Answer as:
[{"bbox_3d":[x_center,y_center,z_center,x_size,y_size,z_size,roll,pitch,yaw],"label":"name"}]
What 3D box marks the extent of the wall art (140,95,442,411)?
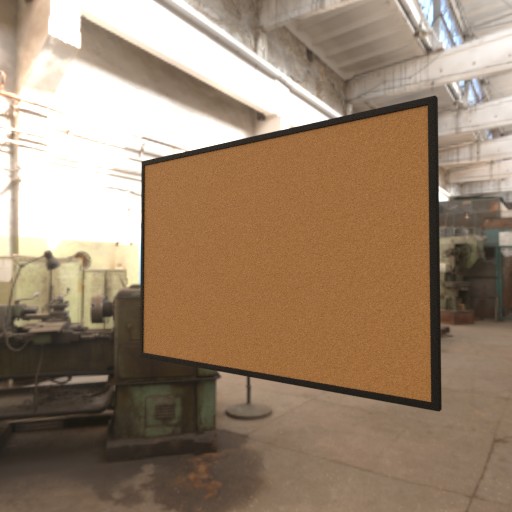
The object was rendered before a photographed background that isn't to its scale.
[{"bbox_3d":[0.000,0.000,0.845,0.664,0.458,0.013,-1,-2,37],"label":"wall art"}]
